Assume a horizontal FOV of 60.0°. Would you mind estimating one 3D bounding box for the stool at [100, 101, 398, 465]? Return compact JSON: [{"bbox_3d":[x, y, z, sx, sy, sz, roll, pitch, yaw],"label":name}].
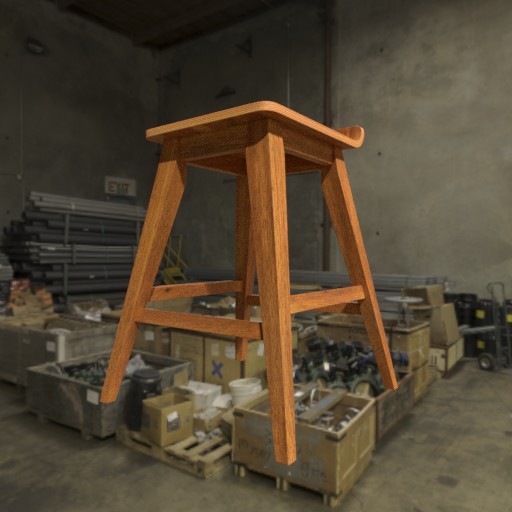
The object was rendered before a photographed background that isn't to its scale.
[{"bbox_3d":[0.000,0.000,1.040,0.500,0.650,0.500,0,1,37],"label":"stool"}]
